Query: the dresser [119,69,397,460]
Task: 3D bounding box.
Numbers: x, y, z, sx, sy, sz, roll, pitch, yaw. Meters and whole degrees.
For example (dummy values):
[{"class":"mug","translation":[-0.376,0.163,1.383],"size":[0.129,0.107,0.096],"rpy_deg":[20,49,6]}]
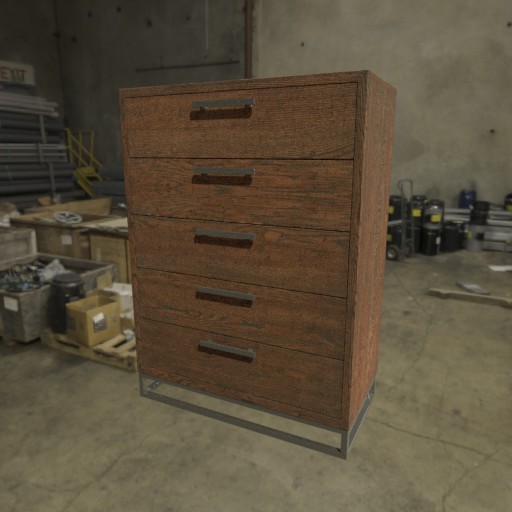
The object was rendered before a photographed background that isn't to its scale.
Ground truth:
[{"class":"dresser","translation":[0.000,0.000,1.856],"size":[0.965,1.321,0.508],"rpy_deg":[7,15,26]}]
